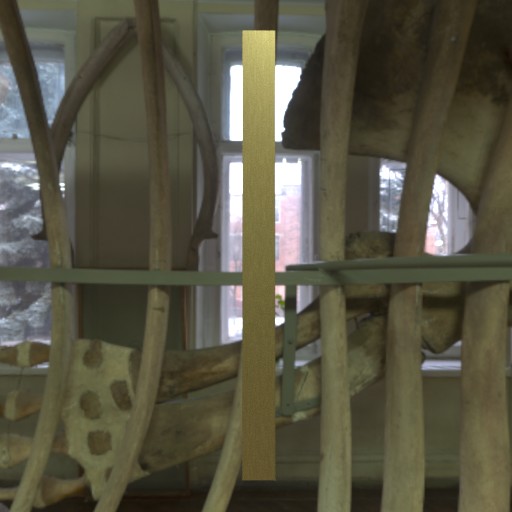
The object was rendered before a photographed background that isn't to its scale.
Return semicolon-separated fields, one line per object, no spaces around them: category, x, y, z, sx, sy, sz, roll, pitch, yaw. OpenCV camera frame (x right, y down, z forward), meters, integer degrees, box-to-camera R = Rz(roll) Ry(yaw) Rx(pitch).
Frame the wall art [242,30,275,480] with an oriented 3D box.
wall art;0.000;0.000;0.756;0.037;0.509;0.510;0;0;-1
